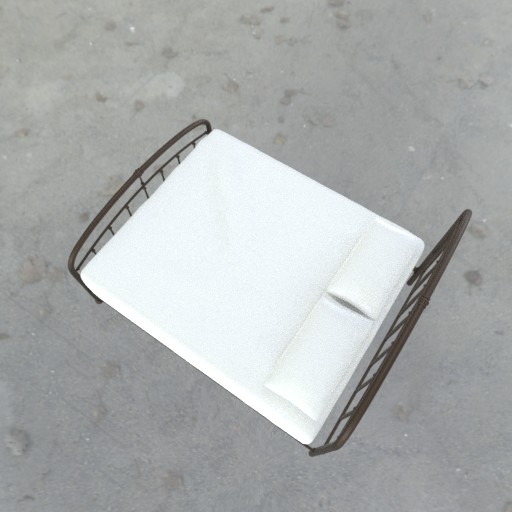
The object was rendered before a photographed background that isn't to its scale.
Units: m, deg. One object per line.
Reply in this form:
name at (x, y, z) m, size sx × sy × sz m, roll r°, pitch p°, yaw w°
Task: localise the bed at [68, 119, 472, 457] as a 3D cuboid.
bed at (0.000, 0.000, 3.195) m, size 2.180 × 1.425 × 1.711 m, roll 32°, pitch 68°, yaw 14°
